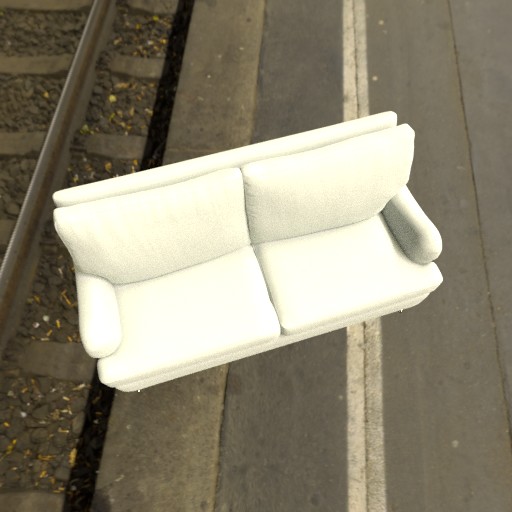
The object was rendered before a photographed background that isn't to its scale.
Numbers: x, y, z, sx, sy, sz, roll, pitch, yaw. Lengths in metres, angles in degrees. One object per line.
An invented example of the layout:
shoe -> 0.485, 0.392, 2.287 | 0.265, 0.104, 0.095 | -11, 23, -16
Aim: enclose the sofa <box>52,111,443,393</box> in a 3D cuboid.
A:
sofa -> 0.000, 0.000, 2.830 | 2.193, 1.096, 1.069 | -15, 66, -7
